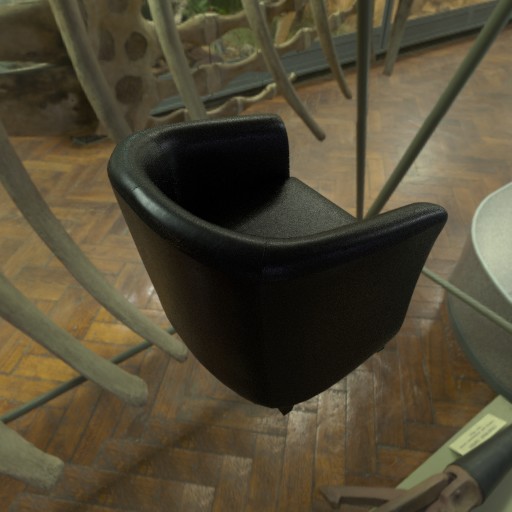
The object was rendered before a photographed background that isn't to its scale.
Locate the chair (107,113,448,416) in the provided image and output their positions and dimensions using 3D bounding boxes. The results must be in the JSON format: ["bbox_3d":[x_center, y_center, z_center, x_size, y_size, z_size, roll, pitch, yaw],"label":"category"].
[{"bbox_3d":[0.000,0.000,1.402,0.727,0.756,0.793,-25,47,-26],"label":"chair"}]
